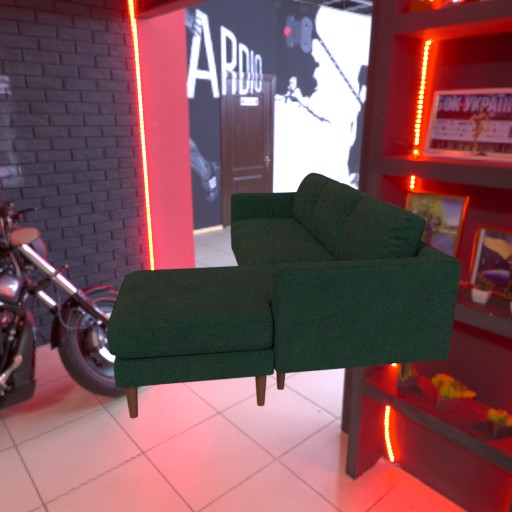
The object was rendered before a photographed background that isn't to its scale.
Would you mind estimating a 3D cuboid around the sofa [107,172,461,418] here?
[{"bbox_3d":[0.000,0.000,2.893,1.580,0.899,2.030,-3,18,-8],"label":"sofa"}]
